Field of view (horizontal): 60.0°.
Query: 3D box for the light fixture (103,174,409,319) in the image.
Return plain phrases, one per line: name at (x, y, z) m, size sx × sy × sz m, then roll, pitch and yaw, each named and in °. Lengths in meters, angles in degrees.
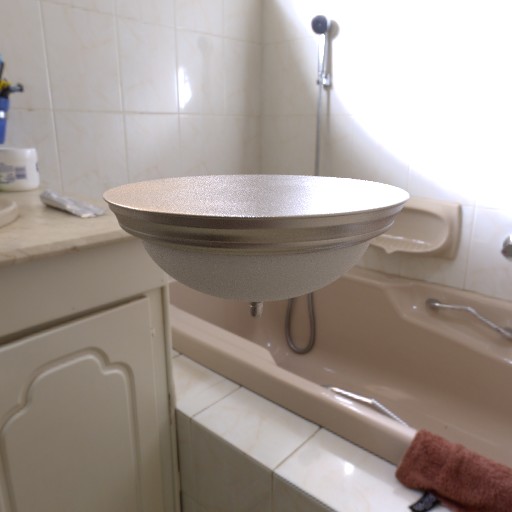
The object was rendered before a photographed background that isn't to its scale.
light fixture at (0.000, 0.000, 0.444) m, size 0.280 × 0.135 × 0.280 m, roll 0°, pitch 16°, yaw 0°
